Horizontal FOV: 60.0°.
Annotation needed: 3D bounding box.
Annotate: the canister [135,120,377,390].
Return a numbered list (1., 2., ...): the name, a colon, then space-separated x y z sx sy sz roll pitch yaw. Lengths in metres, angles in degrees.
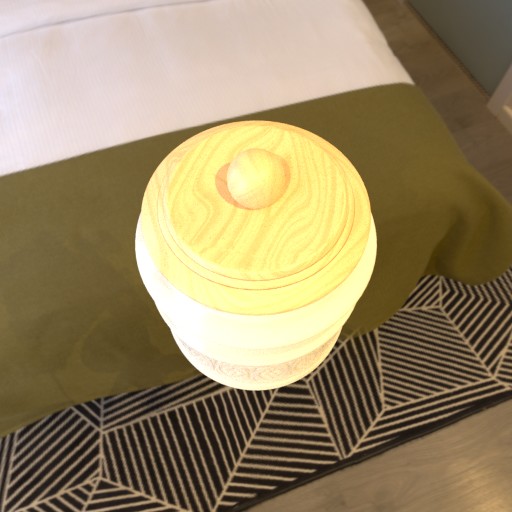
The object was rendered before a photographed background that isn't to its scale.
1. canister: 0.000 0.000 0.266 0.130 0.176 0.130 0 63 0
